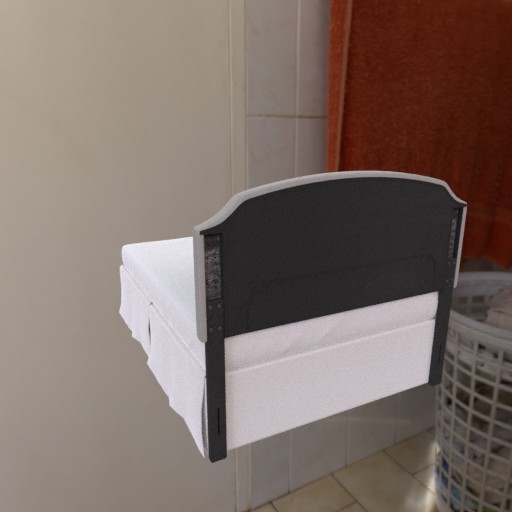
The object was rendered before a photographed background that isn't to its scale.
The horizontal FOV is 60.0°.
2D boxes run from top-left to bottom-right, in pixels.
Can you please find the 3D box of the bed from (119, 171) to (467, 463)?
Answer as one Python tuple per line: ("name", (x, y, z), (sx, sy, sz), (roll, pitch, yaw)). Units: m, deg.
("bed", (0.000, 0.000, 3.002), (1.558, 1.270, 1.999), (-8, 17, -26))
